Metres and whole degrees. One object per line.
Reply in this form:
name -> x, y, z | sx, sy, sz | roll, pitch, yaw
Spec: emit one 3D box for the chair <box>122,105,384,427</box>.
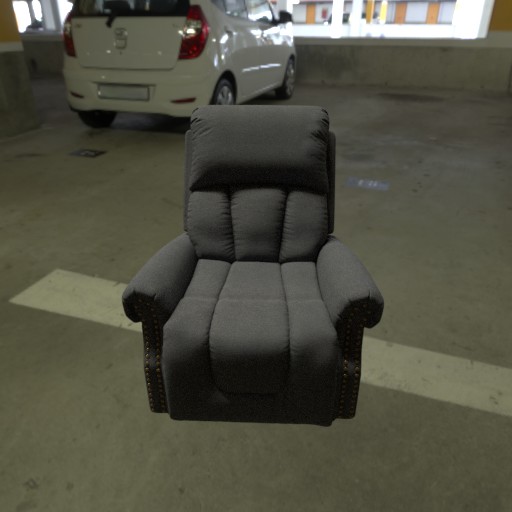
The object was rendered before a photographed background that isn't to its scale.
chair -> 0.000, 0.000, 1.782 | 0.871, 1.031, 0.979 | 1, 28, 2
